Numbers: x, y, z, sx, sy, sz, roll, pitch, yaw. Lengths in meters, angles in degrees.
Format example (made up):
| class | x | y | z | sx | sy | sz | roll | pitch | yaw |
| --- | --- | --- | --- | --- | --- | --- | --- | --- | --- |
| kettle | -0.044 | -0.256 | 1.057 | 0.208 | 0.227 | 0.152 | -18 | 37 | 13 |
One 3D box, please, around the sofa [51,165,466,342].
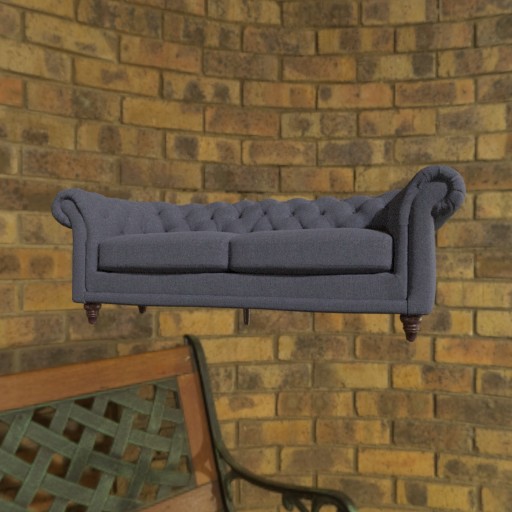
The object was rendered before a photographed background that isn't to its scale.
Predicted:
| class | x | y | z | sx | sy | sz | roll | pitch | yaw |
| --- | --- | --- | --- | --- | --- | --- | --- | --- | --- |
| sofa | 0.000 | 0.000 | 2.807 | 2.335 | 0.836 | 1.046 | 0 | -1 | 19 |
